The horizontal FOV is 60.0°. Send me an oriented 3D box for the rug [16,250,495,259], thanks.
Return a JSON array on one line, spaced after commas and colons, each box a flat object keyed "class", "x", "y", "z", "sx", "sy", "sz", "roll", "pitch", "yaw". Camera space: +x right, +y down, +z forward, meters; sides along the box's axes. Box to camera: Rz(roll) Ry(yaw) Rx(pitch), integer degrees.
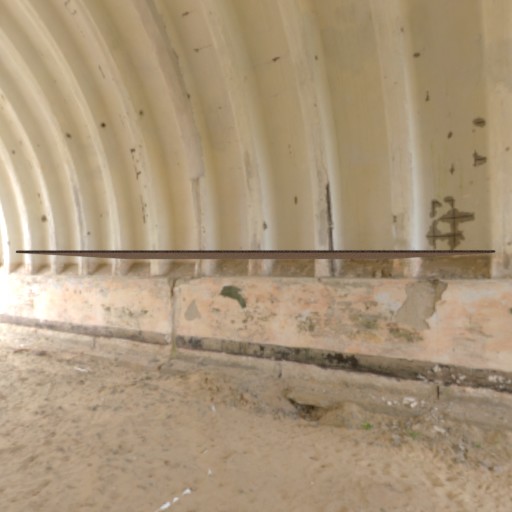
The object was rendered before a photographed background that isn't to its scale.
[{"class": "rug", "x": 0.000, "y": 0.000, "z": 4.000, "sx": 3.032, "sy": 0.020, "sz": 2.411, "roll": 0, "pitch": -1, "yaw": 1}]
